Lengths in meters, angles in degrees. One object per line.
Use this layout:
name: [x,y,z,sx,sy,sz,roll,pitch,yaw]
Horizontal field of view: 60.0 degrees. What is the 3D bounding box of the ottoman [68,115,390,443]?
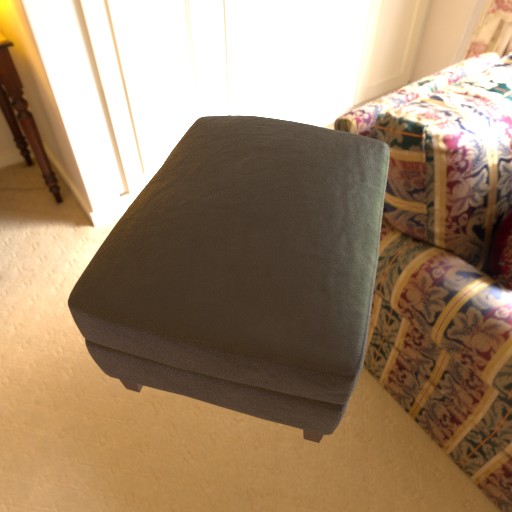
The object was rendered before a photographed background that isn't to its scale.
ottoman: [0.000,0.000,1.301,0.659,0.529,0.887,11,47,11]
